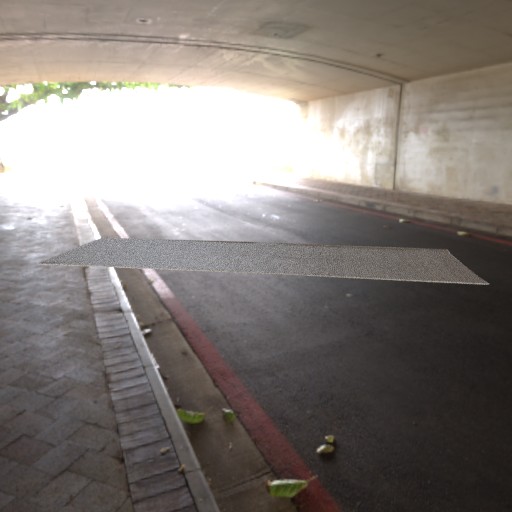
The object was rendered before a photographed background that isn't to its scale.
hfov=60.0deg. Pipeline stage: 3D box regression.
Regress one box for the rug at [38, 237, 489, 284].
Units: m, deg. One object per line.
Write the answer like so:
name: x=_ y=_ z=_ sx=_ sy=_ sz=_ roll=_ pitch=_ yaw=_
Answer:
rug: x=0.000 y=0.000 z=2.669 sx=2.390 sy=0.014 sz=0.741 roll=2 pitch=14 yaw=9
